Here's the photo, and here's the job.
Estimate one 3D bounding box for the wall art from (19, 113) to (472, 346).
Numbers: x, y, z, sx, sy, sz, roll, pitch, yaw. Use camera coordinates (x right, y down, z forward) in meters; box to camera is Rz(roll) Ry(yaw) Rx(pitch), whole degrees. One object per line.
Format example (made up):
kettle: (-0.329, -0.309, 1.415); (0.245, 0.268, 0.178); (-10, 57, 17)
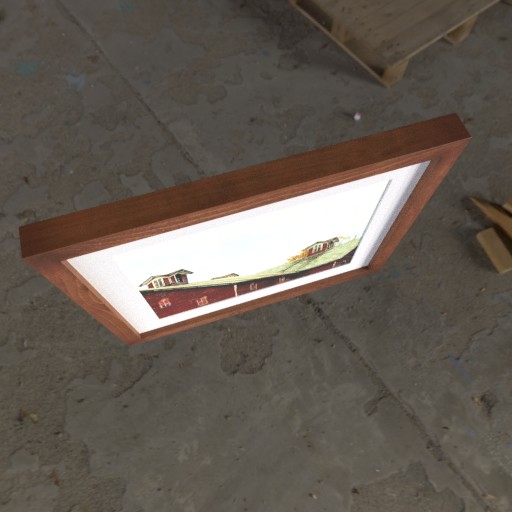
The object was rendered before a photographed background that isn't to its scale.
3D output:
wall art: (0.000, 0.000, 0.534); (0.401, 0.328, 0.030); (-16, 67, -7)
